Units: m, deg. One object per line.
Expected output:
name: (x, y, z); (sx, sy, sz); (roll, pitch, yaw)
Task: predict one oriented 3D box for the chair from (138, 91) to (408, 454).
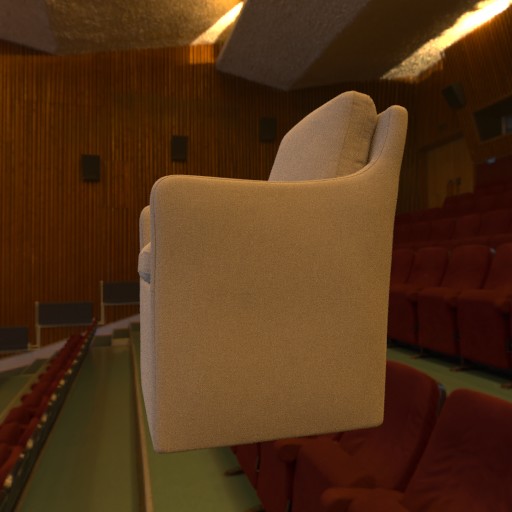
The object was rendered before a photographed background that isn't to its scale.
chair: (0.000, 0.000, 1.369); (0.694, 0.914, 0.626); (0, -1, -17)
